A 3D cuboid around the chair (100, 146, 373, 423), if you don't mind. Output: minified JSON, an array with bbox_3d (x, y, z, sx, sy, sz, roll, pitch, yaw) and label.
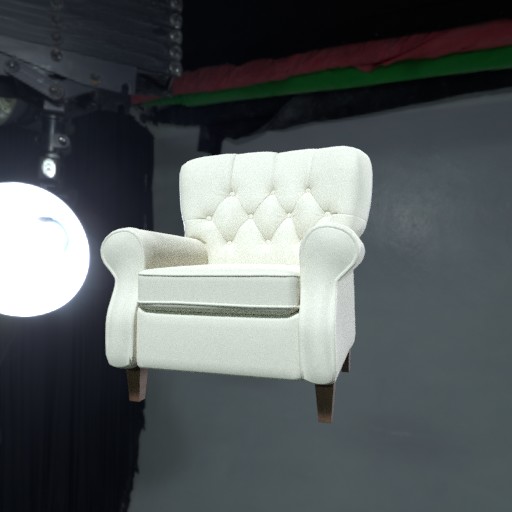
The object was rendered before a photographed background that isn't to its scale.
[{"bbox_3d":[0.000,0.000,2.083,1.035,1.169,1.132,0,0,17],"label":"chair"}]
